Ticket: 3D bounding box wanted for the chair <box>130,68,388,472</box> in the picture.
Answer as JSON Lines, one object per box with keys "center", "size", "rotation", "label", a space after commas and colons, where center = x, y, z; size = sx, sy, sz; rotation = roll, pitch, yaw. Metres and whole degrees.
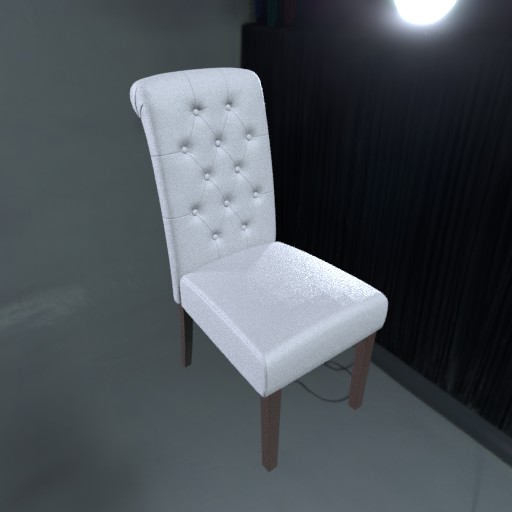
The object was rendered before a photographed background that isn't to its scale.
{"center": [0.000, 0.000, 1.354], "size": [0.456, 1.006, 0.671], "rotation": [-21, 36, -32], "label": "chair"}
